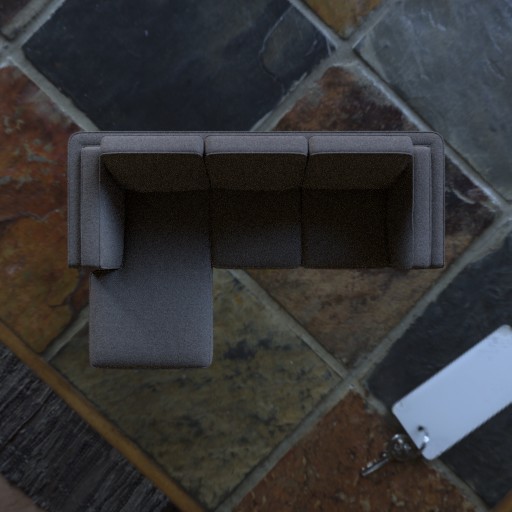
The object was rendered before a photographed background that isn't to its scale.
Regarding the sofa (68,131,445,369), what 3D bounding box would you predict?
[{"bbox_3d":[0.000,0.000,3.089,2.411,0.929,1.604,0,90,0],"label":"sofa"}]
